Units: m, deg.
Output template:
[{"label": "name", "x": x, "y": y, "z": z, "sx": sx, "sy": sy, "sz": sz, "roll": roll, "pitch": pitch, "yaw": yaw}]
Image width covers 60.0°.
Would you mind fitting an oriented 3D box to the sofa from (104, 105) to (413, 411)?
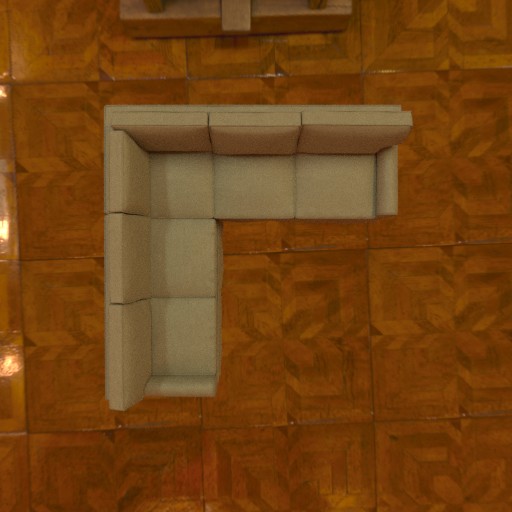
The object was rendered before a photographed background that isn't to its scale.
[{"label": "sofa", "x": 0.000, "y": 0.000, "z": 4.137, "sx": 2.623, "sy": 1.081, "sz": 2.618, "roll": 0, "pitch": 91, "yaw": 0}]
